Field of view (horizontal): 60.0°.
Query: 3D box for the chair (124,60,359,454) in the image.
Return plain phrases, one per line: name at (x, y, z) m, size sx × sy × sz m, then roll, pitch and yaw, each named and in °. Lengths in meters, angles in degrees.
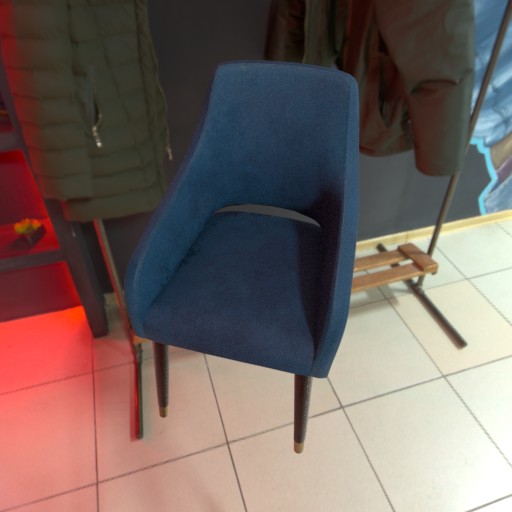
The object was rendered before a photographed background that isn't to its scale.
chair at (0.000, 0.000, 1.563) m, size 0.683 × 1.081 × 0.794 m, roll 10°, pitch 42°, yaw 11°
